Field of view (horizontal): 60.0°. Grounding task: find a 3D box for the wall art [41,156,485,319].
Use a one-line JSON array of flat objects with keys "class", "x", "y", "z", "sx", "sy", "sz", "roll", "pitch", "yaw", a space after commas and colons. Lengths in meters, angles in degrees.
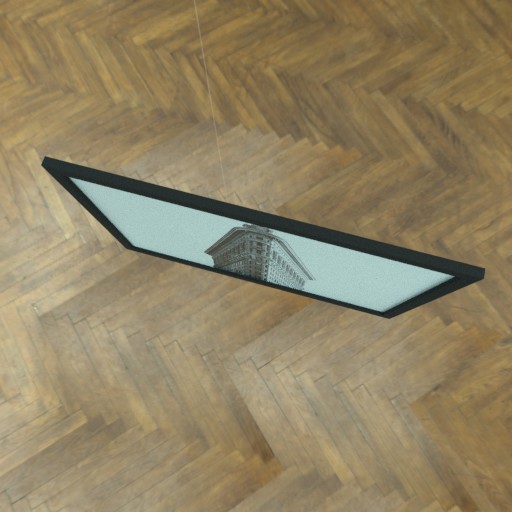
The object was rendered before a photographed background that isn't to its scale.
[{"class": "wall art", "x": 0.000, "y": 0.000, "z": 1.246, "sx": 0.958, "sy": 0.656, "sz": 0.026, "roll": 15, "pitch": 75, "yaw": 4}]
